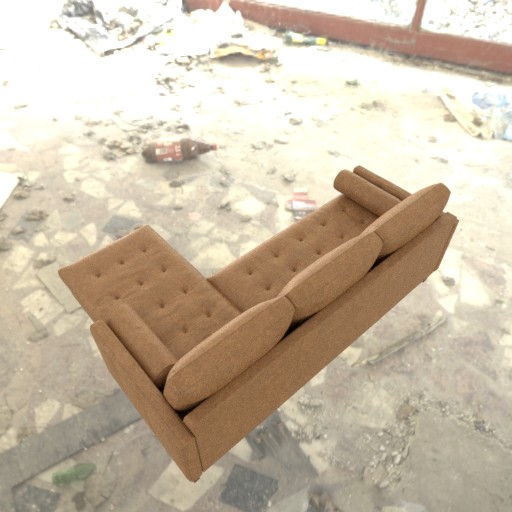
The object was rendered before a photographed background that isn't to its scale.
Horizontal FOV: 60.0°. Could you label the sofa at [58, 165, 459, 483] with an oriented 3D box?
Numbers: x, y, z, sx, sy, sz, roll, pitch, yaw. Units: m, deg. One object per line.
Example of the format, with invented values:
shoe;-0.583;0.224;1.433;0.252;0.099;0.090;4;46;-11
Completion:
sofa;0.000;0.000;2.844;2.178;0.876;1.506;-33;54;-27
